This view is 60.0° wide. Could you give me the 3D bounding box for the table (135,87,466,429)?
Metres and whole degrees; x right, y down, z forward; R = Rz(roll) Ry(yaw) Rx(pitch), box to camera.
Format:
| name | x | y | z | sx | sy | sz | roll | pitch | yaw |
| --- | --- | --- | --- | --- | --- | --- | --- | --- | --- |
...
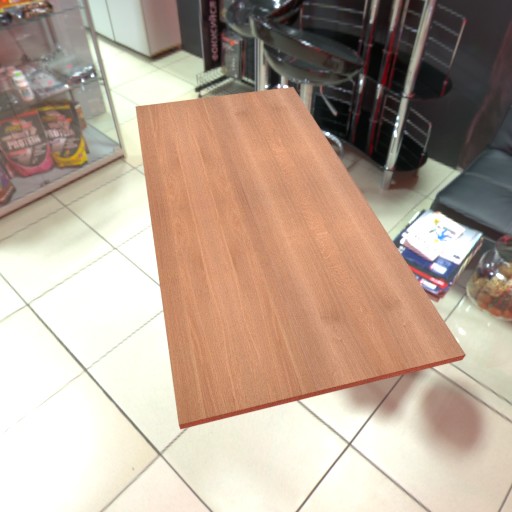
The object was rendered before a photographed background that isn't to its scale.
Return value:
| name | x | y | z | sx | sy | sz | roll | pitch | yaw |
| --- | --- | --- | --- | --- | --- | --- | --- | --- | --- |
| table | 0.000 | 0.000 | 2.177 | 0.900 | 0.750 | 1.800 | -11 | 48 | -10 |
